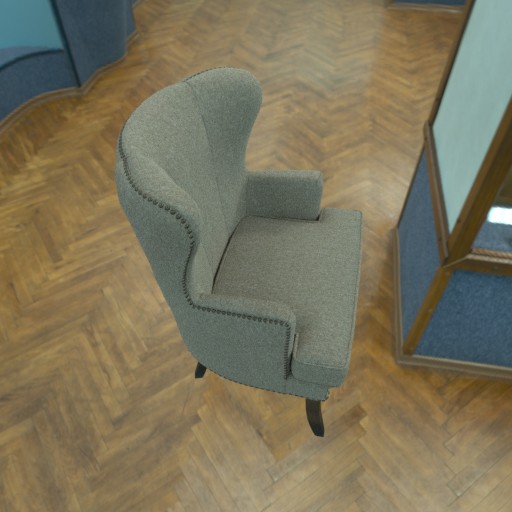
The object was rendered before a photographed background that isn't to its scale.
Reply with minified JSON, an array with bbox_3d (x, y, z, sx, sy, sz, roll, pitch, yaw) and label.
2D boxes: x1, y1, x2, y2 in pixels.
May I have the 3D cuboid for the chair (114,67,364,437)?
[{"bbox_3d":[0.000,0.000,1.604,0.758,1.060,0.759,10,48,9],"label":"chair"}]
